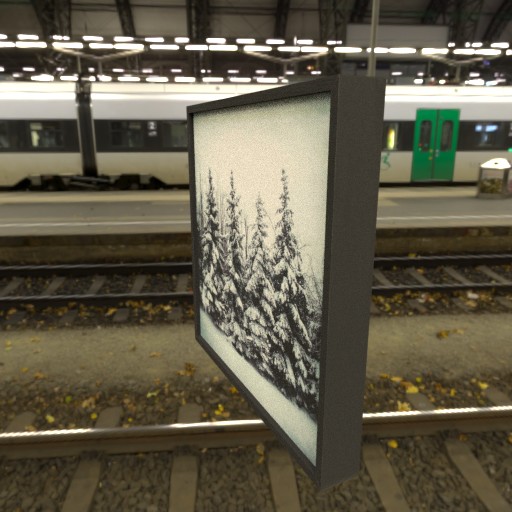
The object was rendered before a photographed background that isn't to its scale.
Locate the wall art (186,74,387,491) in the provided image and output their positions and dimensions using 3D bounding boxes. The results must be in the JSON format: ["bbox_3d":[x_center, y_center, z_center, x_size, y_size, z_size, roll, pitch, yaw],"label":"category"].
[{"bbox_3d":[0.000,0.000,0.448,0.037,0.305,0.305,-7,16,-25],"label":"wall art"}]
